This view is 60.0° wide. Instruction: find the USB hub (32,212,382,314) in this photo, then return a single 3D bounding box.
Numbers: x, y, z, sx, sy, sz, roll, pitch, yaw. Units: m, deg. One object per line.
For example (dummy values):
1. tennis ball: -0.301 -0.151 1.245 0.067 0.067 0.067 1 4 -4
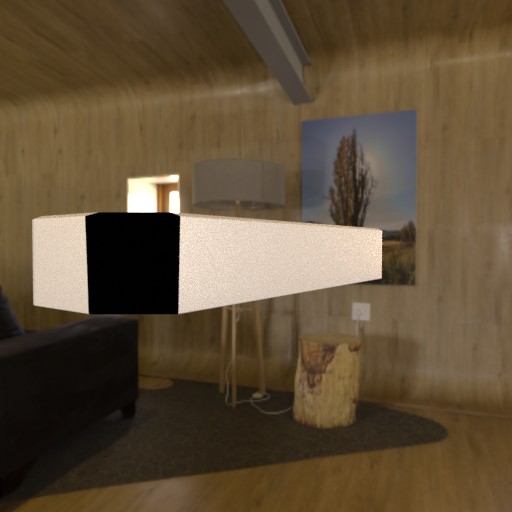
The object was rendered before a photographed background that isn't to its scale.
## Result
1. USB hub: 0.000 0.000 0.162 0.044 0.023 0.145 1 2 36
